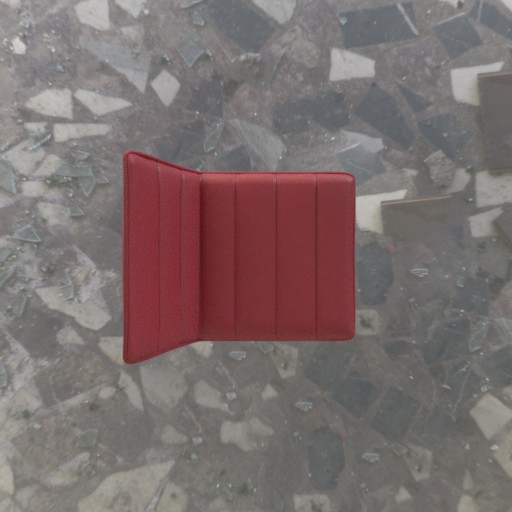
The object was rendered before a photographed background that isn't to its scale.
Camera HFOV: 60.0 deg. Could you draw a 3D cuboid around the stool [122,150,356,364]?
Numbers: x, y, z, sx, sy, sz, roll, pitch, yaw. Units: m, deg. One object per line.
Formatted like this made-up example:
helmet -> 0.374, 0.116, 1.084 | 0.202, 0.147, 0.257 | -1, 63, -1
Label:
stool -> 0.000, 0.000, 1.247 | 0.524, 0.937, 0.489 | 0, 90, 0
